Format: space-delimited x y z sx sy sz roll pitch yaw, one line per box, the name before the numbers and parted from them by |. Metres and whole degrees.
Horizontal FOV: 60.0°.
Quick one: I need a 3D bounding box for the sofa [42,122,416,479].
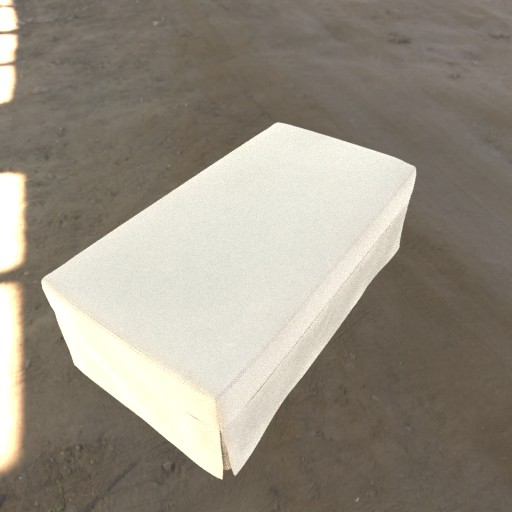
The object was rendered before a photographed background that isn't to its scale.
sofa | 0.000 0.000 2.127 0.939 0.552 1.677 26 49 25
